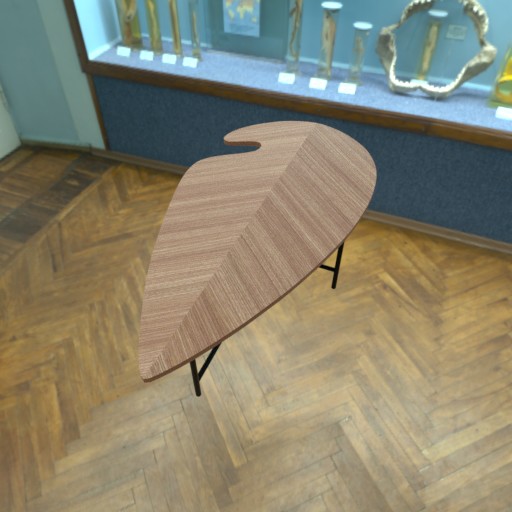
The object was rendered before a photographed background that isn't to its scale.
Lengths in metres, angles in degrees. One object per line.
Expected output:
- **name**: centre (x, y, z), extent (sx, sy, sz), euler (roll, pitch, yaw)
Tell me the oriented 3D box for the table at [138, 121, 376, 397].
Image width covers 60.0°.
- **table**: centre (0.000, 0.000, 1.446), extent (0.598, 0.360, 1.199), euler (17, 47, 16)
